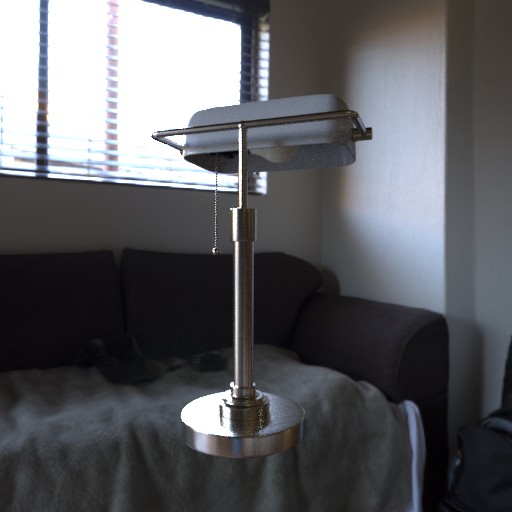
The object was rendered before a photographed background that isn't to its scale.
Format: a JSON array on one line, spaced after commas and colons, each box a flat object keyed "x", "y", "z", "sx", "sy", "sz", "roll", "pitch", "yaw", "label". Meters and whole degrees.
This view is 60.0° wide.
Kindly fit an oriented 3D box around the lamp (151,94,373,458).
[{"x": 0.000, "y": 0.000, "z": 0.552, "sx": 0.269, "sy": 0.404, "sz": 0.227, "roll": 0, "pitch": 1, "yaw": 21, "label": "lamp"}]
